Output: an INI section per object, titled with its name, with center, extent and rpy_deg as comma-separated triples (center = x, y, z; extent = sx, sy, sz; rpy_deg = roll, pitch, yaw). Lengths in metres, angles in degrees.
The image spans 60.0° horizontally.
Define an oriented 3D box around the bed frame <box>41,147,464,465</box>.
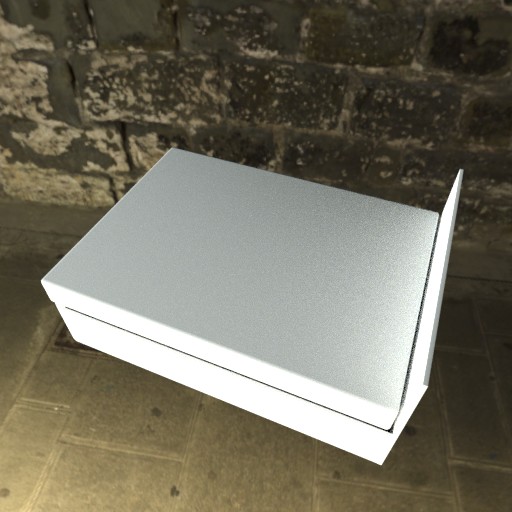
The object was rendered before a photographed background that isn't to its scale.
[bed frame]
center = 0.000, 0.000, 2.547
extent = 1.900, 0.800, 1.400
rpy_deg = 17, 49, 15
